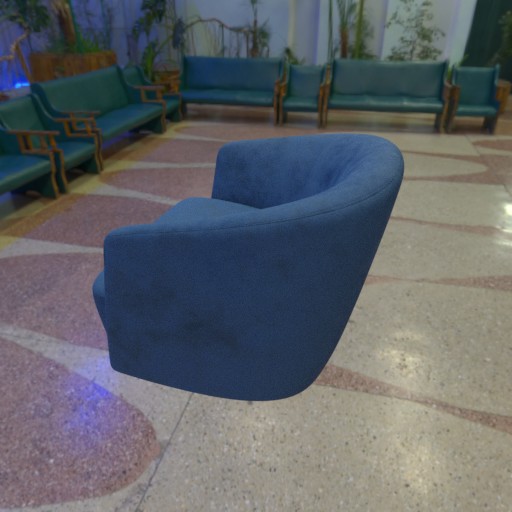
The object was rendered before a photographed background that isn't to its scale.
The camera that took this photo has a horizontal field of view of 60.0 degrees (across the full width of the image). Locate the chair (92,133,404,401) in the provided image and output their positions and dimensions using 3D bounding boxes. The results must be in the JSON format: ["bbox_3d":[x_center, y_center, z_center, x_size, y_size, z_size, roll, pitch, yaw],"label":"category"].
[{"bbox_3d":[0.000,0.000,1.347,0.767,0.698,0.773,8,30,14],"label":"chair"}]
